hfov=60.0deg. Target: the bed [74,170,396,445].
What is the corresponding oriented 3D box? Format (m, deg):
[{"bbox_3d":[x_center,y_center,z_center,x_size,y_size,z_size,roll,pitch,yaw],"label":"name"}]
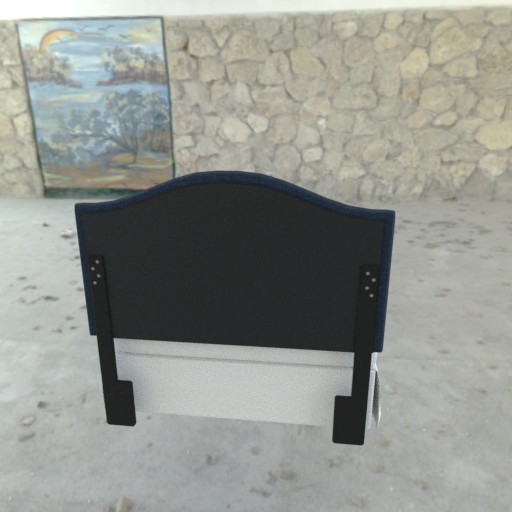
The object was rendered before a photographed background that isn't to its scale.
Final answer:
[{"bbox_3d":[0.000,0.000,3.375,1.725,1.518,2.153,2,18,7],"label":"bed"}]
